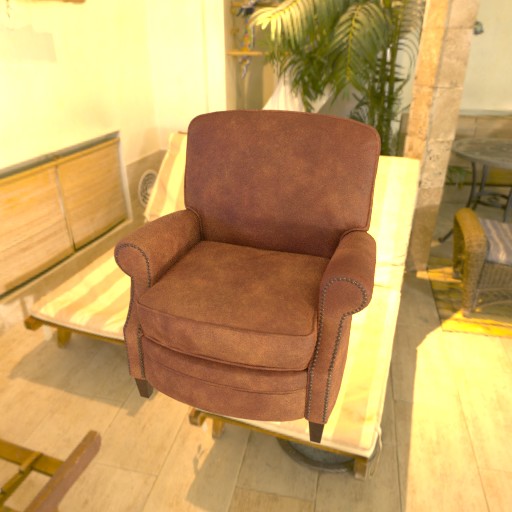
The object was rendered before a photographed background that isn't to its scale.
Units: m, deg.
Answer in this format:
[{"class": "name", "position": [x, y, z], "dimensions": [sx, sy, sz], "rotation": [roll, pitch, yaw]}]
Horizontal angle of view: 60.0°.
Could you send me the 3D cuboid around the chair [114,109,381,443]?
[{"class": "chair", "position": [0.000, 0.000, 1.762], "dimensions": [0.936, 1.018, 0.986], "rotation": [9, 29, 16]}]
